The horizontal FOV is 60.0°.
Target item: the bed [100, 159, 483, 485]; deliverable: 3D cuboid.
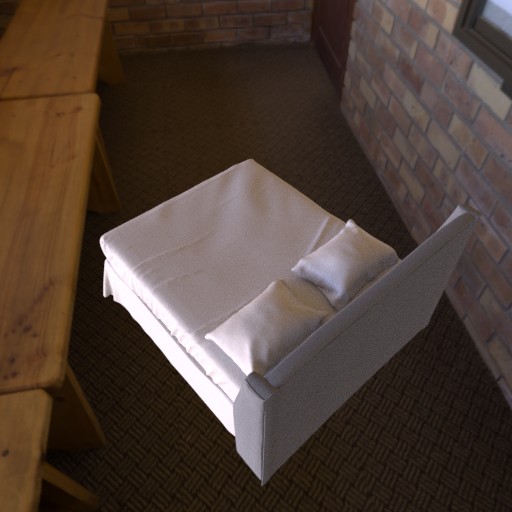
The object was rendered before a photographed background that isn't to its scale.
[{"bbox_3d":[0.000,0.000,3.448,1.925,1.332,2.276,-33,56,-26],"label":"bed"}]
